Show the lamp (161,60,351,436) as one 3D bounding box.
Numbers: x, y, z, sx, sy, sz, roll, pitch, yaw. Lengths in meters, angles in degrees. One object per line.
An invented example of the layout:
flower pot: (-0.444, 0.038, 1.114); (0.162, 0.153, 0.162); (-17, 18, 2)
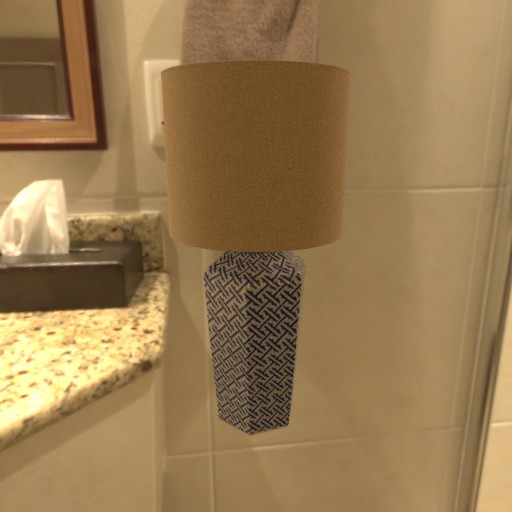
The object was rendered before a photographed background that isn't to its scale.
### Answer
lamp: (0.000, 0.000, 0.843); (0.320, 0.682, 0.320); (14, 21, 42)
